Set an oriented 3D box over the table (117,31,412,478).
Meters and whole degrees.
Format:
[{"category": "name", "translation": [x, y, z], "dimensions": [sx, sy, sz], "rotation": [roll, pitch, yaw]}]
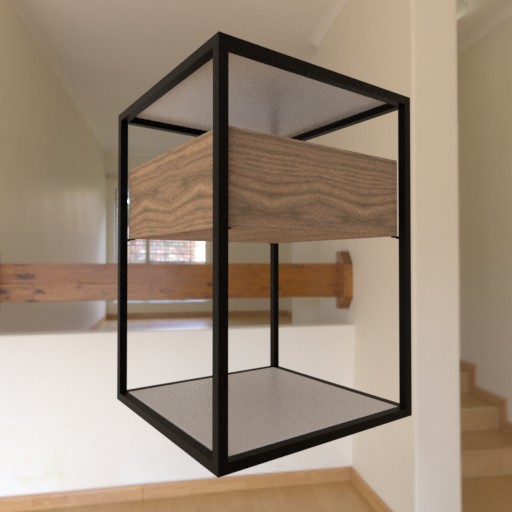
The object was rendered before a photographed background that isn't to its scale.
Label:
[{"category": "table", "translation": [0.000, 0.000, 0.798], "dimensions": [0.378, 0.540, 0.378], "rotation": [1, -1, -35]}]
